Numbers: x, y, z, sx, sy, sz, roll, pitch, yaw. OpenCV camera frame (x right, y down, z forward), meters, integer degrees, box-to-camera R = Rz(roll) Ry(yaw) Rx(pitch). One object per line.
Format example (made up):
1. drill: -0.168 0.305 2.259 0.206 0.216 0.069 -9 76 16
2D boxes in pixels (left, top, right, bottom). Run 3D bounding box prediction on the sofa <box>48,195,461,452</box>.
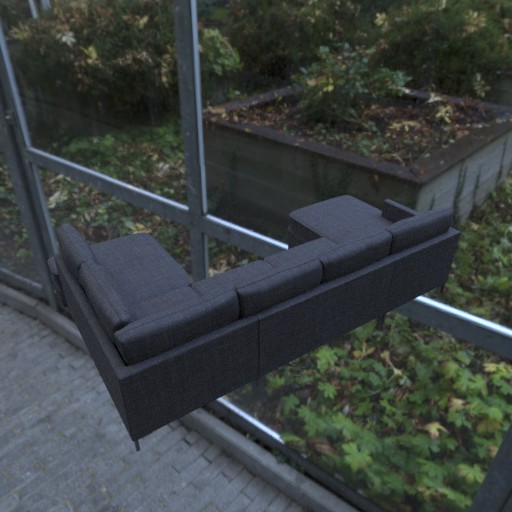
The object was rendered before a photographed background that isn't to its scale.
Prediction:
1. sofa: 0.000 0.000 4.290 3.423 0.999 2.048 -19 37 -28
